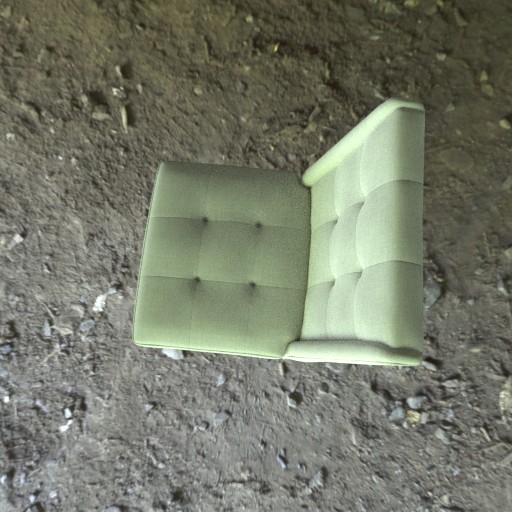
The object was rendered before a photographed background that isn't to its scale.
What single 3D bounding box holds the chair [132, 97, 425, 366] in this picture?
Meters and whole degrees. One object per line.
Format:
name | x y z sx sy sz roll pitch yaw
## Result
chair | 0.000 0.000 1.285 0.676 0.853 0.569 5 77 1
